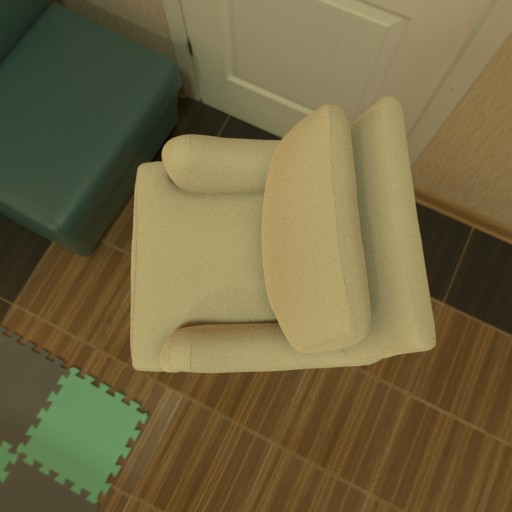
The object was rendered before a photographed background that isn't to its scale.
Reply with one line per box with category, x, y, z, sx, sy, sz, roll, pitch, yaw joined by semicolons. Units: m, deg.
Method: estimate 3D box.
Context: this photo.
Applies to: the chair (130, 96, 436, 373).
chair;0.000;0.000;1.886;1.070;1.038;0.955;-2;75;-1
